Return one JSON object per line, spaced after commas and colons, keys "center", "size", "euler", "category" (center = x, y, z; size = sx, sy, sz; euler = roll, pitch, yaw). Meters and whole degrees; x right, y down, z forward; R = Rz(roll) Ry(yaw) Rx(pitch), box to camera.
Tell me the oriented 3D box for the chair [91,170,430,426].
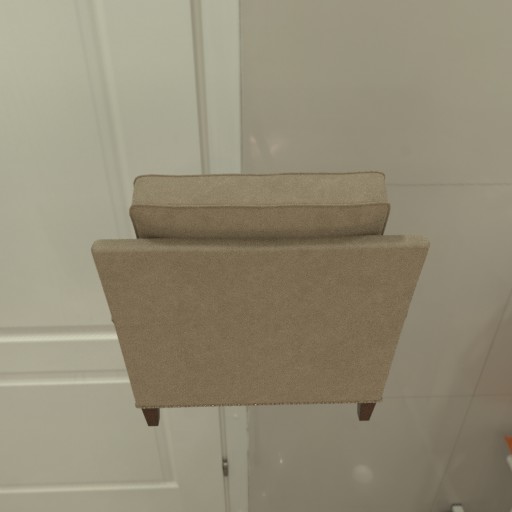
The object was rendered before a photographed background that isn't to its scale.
{"center": [0.000, 0.000, 1.691], "size": [0.853, 0.943, 1.014], "euler": [-1, 31, -1], "category": "chair"}
